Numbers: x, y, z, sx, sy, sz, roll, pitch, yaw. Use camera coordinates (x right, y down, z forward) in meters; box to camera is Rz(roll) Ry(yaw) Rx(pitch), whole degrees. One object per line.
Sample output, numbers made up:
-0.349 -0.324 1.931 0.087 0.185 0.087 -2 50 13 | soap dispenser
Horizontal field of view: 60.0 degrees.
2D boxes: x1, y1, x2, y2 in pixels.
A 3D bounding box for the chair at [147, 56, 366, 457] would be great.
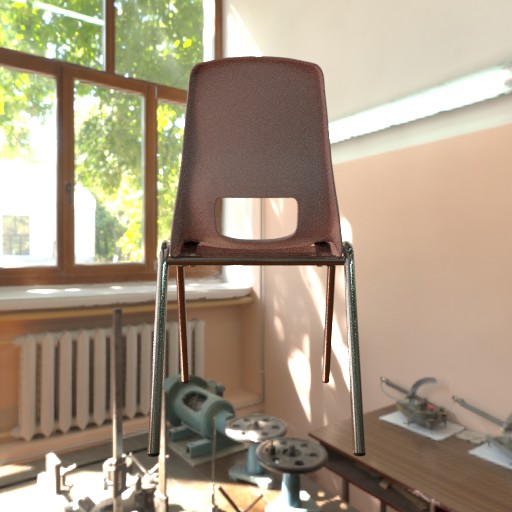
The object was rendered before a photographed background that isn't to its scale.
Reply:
0.000 0.000 0.929 0.381 0.653 0.436 0 0 0 | chair
